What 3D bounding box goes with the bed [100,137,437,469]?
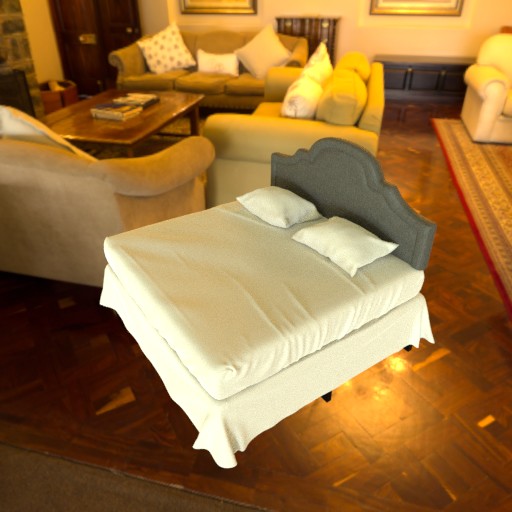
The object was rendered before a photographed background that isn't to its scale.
[{"bbox_3d":[0.000,0.000,3.714,2.222,1.631,2.303,-20,37,-29],"label":"bed"}]
